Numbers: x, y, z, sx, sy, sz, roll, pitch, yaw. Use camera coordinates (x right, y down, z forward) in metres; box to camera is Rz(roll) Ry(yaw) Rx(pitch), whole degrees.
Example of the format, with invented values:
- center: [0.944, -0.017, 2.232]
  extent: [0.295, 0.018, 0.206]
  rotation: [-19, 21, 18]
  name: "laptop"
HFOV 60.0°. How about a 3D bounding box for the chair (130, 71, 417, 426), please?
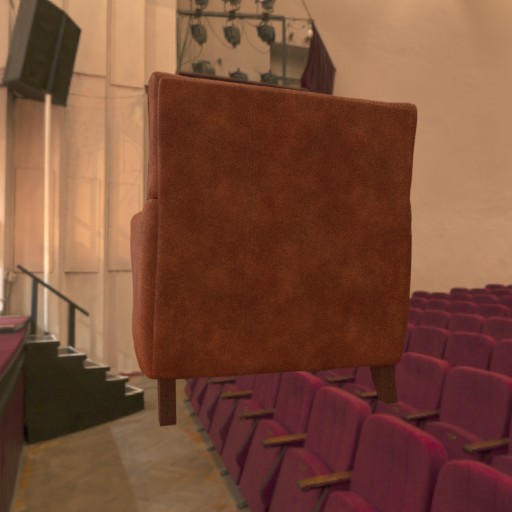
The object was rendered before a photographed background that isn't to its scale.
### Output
- center: [0.000, 0.000, 1.615]
  extent: [0.870, 0.943, 0.823]
  rotation: [1, -2, -17]
  name: "chair"
